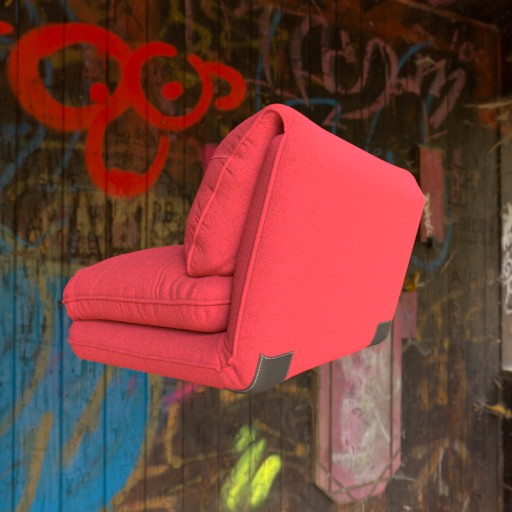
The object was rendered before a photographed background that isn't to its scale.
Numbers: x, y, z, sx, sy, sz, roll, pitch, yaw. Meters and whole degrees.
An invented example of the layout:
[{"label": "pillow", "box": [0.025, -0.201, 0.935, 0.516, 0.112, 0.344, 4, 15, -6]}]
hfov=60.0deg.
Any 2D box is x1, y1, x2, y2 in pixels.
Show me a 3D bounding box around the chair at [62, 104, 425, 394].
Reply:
[{"label": "chair", "box": [0.000, 0.000, 1.316, 0.780, 0.580, 0.820, -1, -1, 36]}]
